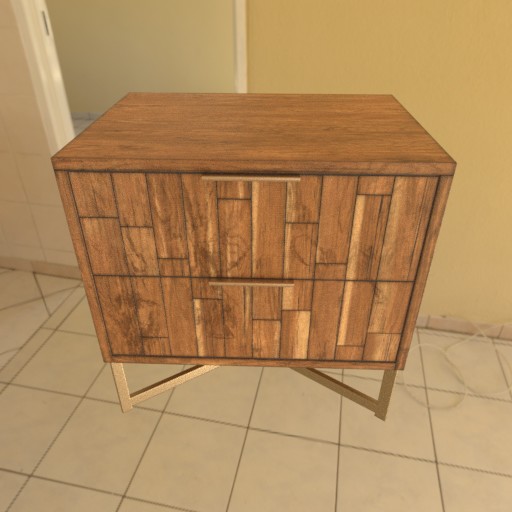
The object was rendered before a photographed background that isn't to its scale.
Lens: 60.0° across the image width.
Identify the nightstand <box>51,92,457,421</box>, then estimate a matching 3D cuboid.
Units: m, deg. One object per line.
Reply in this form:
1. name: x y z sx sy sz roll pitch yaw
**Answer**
1. nightstand: 0.000 0.000 1.004 0.610 0.610 0.446 1 33 2
